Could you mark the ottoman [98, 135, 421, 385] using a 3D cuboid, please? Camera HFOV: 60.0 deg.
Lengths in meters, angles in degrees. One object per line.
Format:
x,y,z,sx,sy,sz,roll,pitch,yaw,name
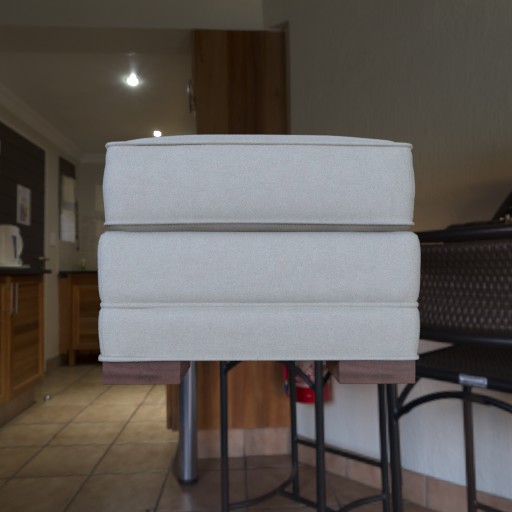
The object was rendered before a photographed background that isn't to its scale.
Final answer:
0.000,0.000,1.209,0.611,0.482,0.848,0,-1,-1,ottoman
